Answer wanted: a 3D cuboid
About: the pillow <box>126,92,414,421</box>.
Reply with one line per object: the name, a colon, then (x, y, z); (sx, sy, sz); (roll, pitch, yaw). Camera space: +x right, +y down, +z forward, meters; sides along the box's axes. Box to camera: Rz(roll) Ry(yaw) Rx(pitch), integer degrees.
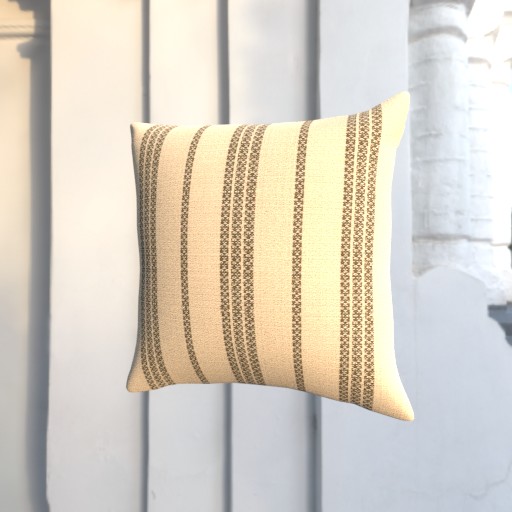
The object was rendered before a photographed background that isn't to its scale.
pillow: (0.000, 0.000, 0.608); (0.405, 0.406, 0.173); (0, -1, 18)
